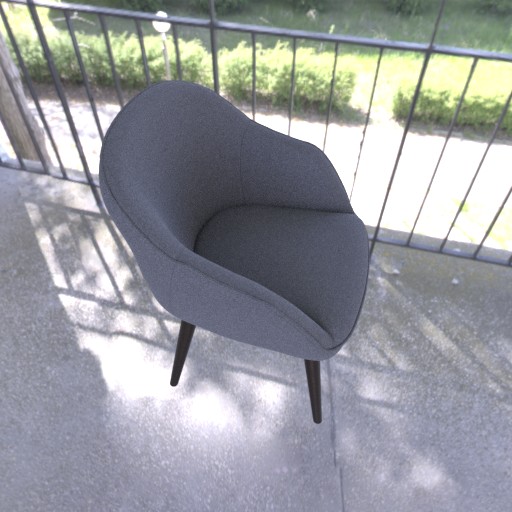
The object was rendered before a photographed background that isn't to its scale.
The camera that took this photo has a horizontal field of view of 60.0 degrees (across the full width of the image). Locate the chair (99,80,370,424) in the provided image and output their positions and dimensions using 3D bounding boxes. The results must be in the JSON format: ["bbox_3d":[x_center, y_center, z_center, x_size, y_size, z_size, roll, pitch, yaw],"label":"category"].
[{"bbox_3d":[0.000,0.000,1.218,0.611,0.810,0.589,11,48,10],"label":"chair"}]
